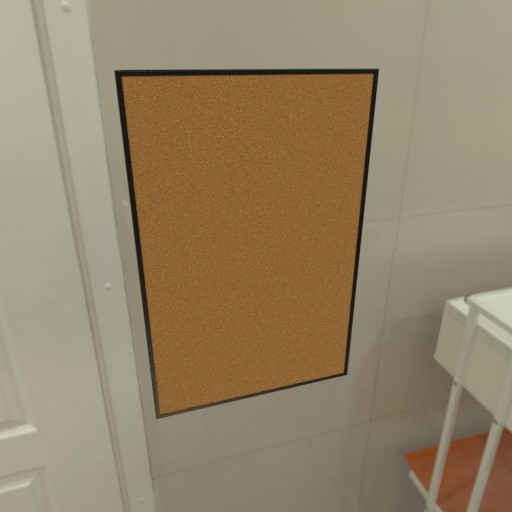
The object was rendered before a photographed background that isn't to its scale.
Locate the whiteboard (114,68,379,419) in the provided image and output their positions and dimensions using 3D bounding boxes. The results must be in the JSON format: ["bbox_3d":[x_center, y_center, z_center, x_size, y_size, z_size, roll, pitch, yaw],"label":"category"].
[{"bbox_3d":[0.000,0.000,0.785,0.406,0.611,0.026,-8,25,-17],"label":"whiteboard"}]
